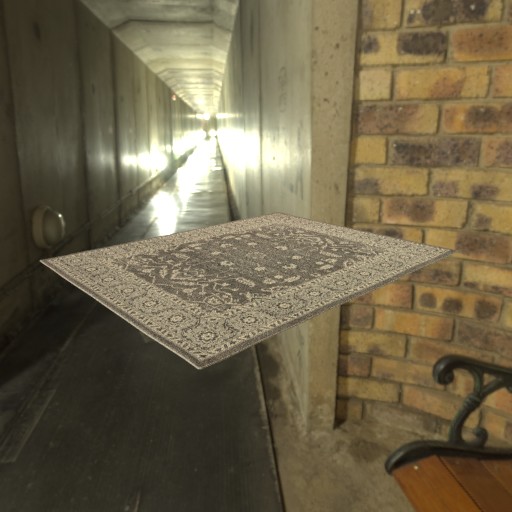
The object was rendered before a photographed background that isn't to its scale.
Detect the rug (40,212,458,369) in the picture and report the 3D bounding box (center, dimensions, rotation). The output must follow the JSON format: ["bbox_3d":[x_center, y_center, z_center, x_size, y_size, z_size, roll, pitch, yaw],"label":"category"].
[{"bbox_3d":[0.000,0.000,4.129,3.069,0.026,2.451,-16,23,-40],"label":"rug"}]
